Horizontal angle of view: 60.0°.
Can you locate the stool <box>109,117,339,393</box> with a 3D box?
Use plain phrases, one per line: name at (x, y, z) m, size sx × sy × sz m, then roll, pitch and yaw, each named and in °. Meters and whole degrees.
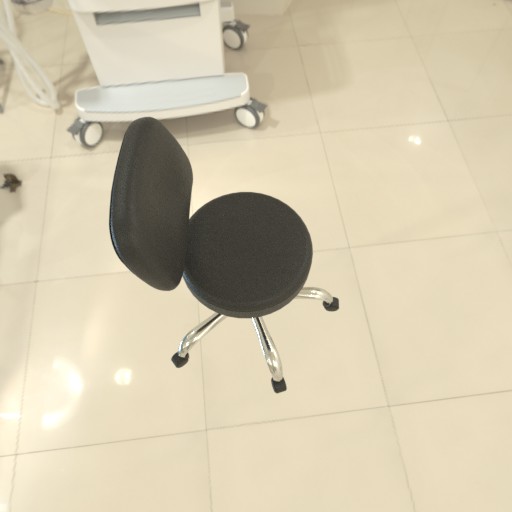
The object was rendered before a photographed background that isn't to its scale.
stool at (0.000, 0.000, 1.367) m, size 0.648 × 0.862 × 0.673 m, roll 0°, pitch 62°, yaw 0°
